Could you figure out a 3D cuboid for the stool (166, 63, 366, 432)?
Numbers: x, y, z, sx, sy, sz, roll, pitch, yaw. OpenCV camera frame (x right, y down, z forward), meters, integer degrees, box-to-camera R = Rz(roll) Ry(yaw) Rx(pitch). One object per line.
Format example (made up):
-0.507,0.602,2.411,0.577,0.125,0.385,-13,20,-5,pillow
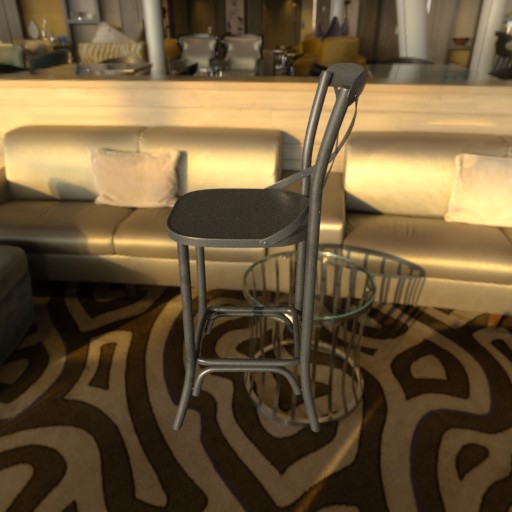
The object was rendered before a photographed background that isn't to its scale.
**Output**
0.000,0.000,1.472,0.584,1.168,0.457,1,28,1,stool
